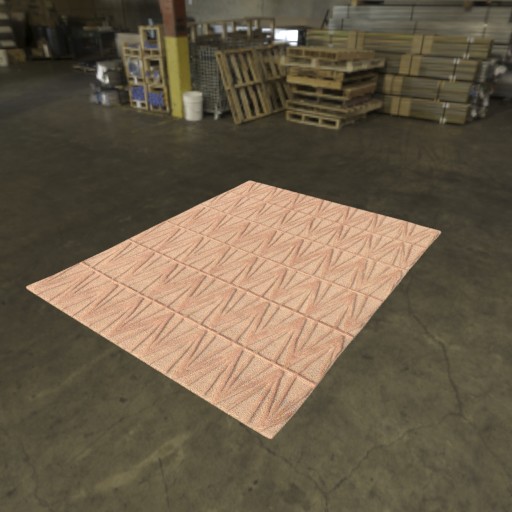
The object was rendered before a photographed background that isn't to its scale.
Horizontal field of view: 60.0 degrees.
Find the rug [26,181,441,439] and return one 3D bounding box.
[{"bbox_3d":[0.000,0.000,4.062,2.453,0.043,3.052,20,36,31],"label":"rug"}]
